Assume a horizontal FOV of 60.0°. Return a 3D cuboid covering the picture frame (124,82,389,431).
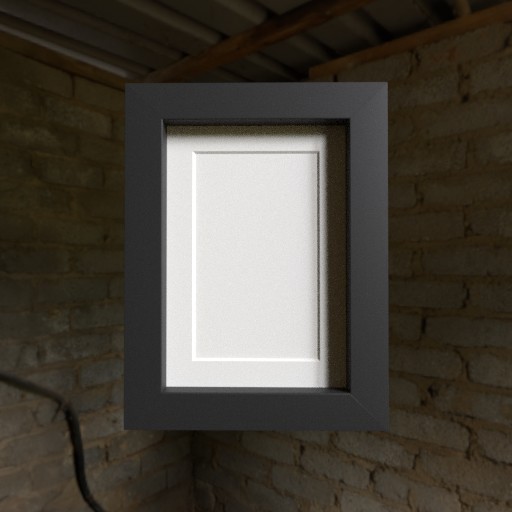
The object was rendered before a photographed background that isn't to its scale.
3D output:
[{"bbox_3d":[0.000,0.000,0.278,0.157,0.208,0.028,0,-1,1],"label":"picture frame"}]
